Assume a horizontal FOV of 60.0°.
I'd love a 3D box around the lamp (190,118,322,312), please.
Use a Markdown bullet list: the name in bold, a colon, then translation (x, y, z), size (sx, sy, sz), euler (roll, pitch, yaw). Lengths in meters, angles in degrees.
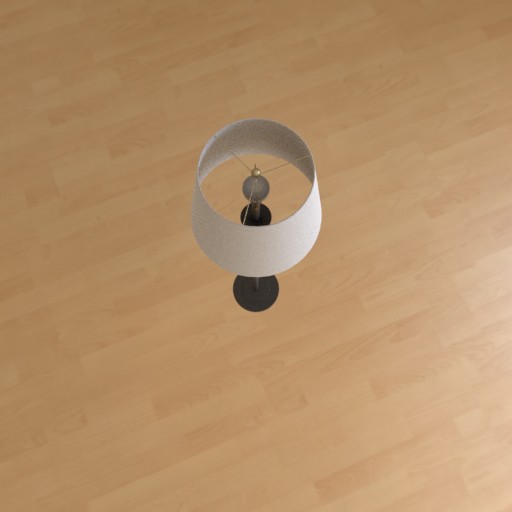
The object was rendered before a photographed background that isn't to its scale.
- **lamp**: translation (0.000, 0.000, 1.637), size (0.348, 1.473, 0.348), euler (42, 80, 9)
